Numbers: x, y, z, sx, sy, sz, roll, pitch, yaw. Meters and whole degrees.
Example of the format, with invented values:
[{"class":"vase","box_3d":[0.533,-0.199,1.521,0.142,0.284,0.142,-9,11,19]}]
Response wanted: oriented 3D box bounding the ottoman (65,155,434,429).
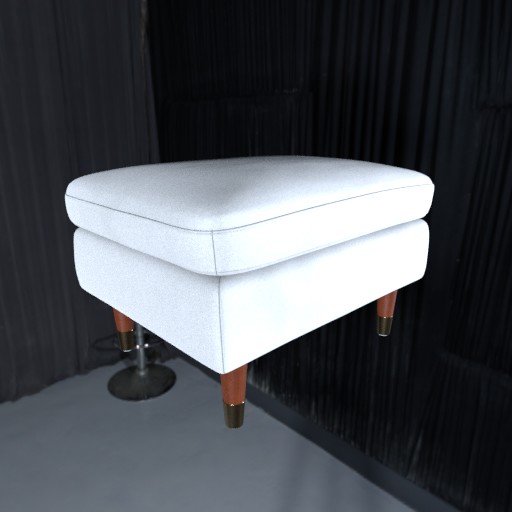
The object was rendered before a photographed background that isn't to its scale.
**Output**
[{"class":"ottoman","box_3d":[0.000,0.000,1.111,0.747,0.478,0.593,-16,23,-42]}]
